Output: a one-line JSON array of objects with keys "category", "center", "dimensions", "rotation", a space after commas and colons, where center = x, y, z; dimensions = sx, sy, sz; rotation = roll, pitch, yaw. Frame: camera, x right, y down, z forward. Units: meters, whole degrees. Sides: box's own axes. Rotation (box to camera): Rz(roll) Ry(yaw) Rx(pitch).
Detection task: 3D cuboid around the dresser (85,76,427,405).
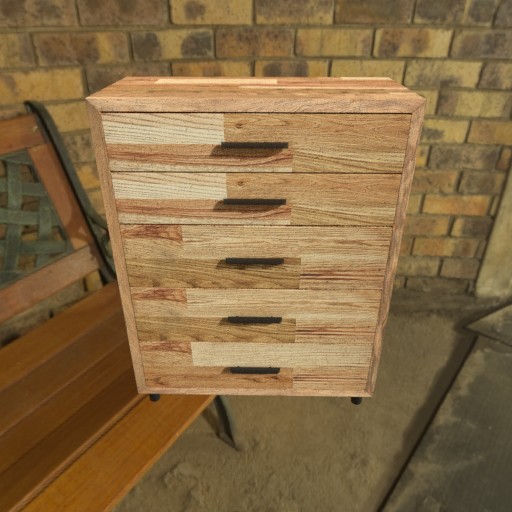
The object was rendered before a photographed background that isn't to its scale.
[{"category": "dresser", "center": [0.000, 0.000, 1.729], "dimensions": [0.966, 1.243, 0.480], "rotation": [1, 30, 1]}]
